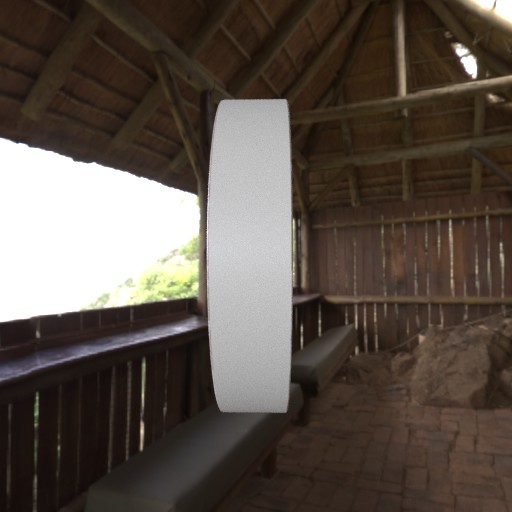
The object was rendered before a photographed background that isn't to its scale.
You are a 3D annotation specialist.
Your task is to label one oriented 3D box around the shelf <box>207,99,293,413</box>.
[{"bbox_3d":[0.000,0.000,1.212,0.158,0.807,0.806,0,0,2],"label":"shelf"}]
